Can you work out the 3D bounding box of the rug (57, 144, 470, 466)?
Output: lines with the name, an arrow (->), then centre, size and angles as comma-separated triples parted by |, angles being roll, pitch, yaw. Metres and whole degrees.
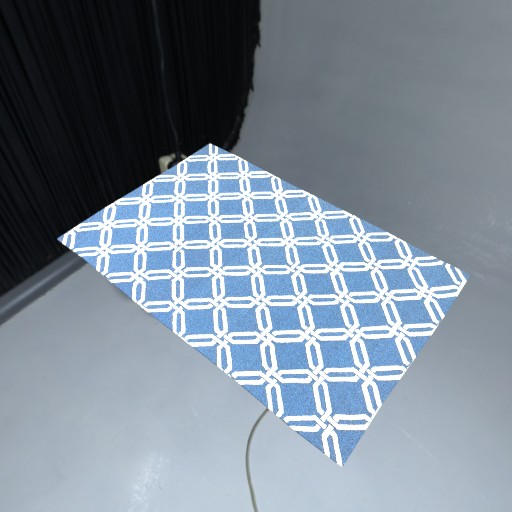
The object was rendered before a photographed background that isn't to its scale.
rug -> 0.000, 0.000, 2.219 | 1.755, 0.010, 1.153 | 32, 55, 26
